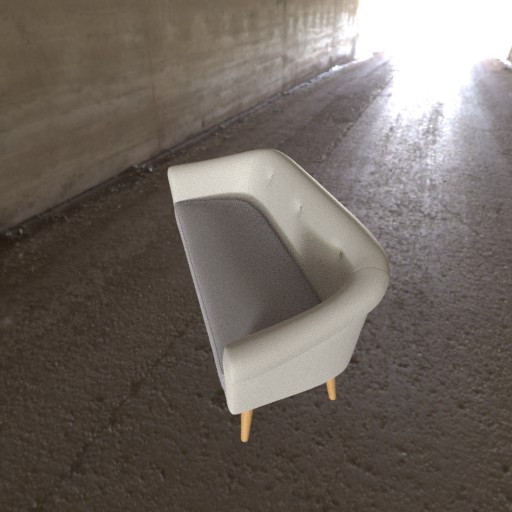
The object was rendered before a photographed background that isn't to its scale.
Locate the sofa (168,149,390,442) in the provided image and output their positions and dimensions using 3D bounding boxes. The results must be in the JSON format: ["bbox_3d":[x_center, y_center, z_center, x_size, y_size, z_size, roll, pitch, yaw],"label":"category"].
[{"bbox_3d":[0.000,0.000,2.598,0.827,0.795,2.160,-8,31,-13],"label":"sofa"}]
